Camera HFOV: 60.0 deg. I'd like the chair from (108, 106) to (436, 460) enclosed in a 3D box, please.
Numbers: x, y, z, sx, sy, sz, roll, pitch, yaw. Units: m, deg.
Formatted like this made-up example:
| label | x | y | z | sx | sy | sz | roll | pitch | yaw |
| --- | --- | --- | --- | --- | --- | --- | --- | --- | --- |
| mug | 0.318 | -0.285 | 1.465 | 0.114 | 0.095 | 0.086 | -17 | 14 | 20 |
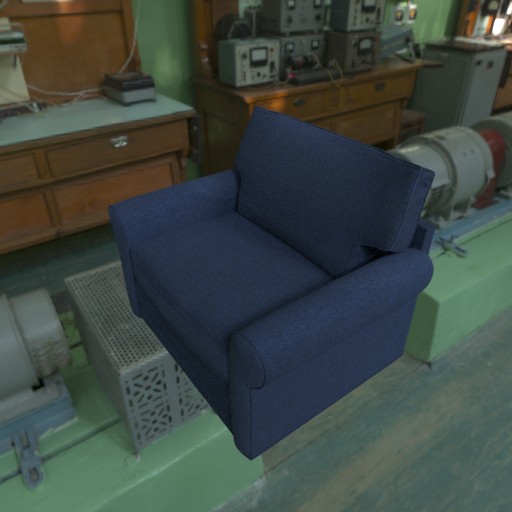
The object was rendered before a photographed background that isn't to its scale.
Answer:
| label | x | y | z | sx | sy | sz | roll | pitch | yaw |
| --- | --- | --- | --- | --- | --- | --- | --- | --- | --- |
| chair | 0.000 | 0.000 | 2.032 | 0.963 | 1.044 | 1.285 | -22 | 40 | -30 |
